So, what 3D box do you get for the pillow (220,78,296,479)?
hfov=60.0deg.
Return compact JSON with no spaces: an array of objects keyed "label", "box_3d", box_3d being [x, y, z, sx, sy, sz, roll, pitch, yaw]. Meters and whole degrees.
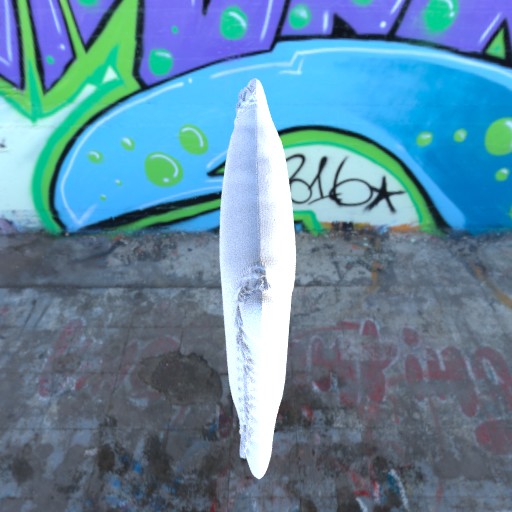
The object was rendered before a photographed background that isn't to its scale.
[{"label":"pillow","box_3d":[0.000,0.000,0.588,0.084,0.305,0.466,0,42,0]}]
